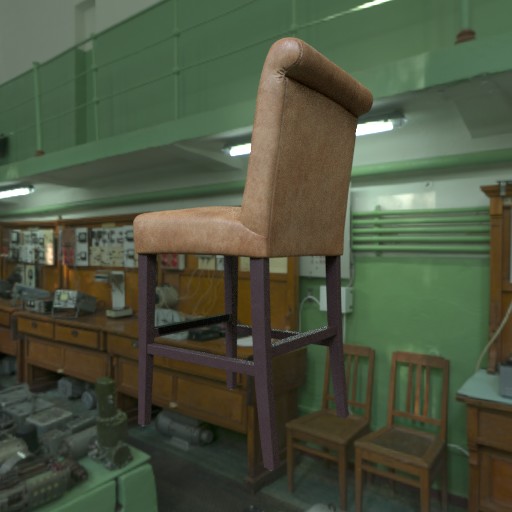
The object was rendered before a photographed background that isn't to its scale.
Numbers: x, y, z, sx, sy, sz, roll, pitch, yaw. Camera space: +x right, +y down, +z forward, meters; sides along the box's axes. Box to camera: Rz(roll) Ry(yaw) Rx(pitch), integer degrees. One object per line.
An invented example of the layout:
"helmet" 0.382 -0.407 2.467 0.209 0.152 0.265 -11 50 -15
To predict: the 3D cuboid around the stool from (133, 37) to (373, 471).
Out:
"stool" 0.000 0.000 1.374 0.601 1.047 0.493 1 1 36
